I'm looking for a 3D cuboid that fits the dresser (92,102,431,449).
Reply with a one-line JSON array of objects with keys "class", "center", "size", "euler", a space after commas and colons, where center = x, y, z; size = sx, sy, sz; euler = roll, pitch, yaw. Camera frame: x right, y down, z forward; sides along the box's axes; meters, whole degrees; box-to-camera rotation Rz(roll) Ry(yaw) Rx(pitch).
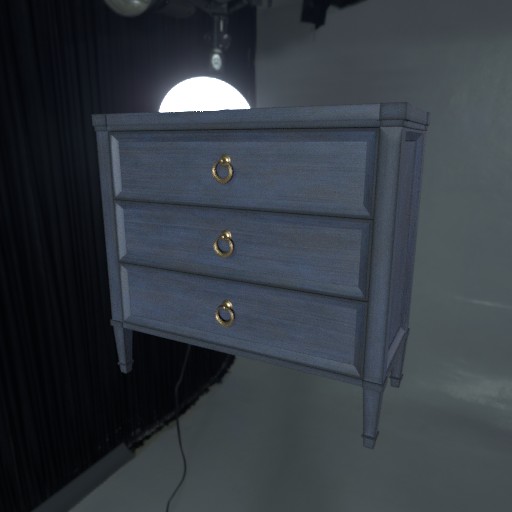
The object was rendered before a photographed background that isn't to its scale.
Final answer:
[{"class": "dresser", "center": [0.000, 0.000, 1.609], "size": [1.049, 0.986, 0.463], "euler": [7, 16, 27]}]
